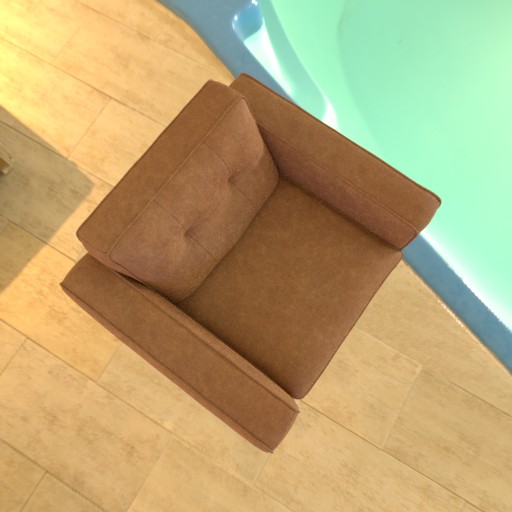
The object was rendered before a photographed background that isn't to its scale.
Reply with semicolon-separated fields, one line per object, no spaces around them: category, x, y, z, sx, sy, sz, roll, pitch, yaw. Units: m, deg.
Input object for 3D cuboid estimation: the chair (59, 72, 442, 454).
chair;0.000;0.000;1.757;0.952;0.782;1.118;36;78;8
